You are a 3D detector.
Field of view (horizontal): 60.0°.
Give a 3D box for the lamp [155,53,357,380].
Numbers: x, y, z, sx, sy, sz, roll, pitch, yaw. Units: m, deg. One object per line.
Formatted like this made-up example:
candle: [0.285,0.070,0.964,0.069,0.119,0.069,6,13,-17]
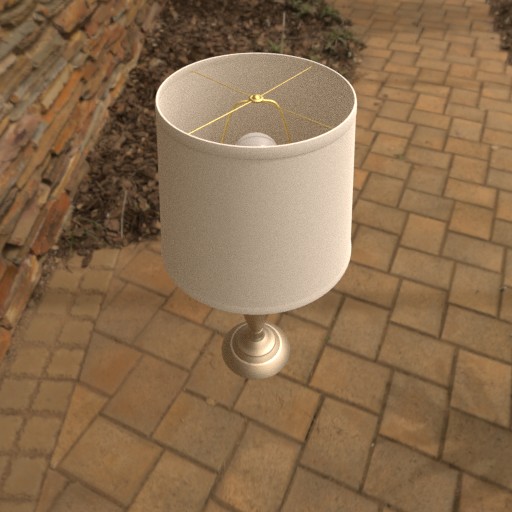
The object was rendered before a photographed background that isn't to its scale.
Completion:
lamp: [0.000,0.000,0.805,0.328,0.619,0.328,0,46,0]
